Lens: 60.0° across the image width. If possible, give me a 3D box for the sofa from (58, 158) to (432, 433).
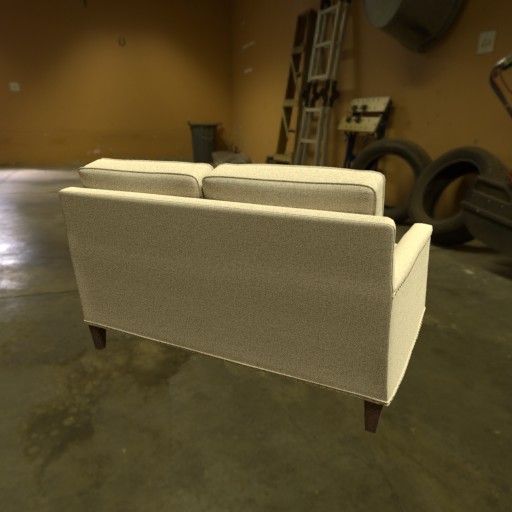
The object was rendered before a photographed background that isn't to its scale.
[{"bbox_3d":[0.000,0.000,2.256,1.597,1.003,1.084,9,19,25],"label":"sofa"}]
